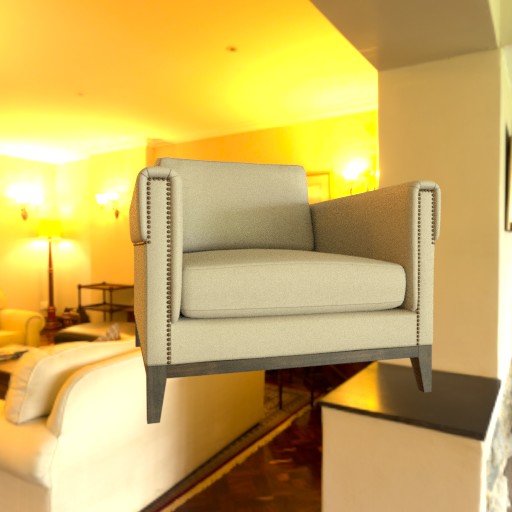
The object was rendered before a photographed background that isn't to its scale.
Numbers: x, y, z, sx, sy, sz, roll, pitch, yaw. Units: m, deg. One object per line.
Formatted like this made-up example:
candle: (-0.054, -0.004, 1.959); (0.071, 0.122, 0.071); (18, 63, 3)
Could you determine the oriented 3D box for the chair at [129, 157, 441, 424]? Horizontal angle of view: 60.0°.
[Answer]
chair: (0.000, 0.000, 1.692); (0.914, 0.838, 0.959); (0, 1, -17)
